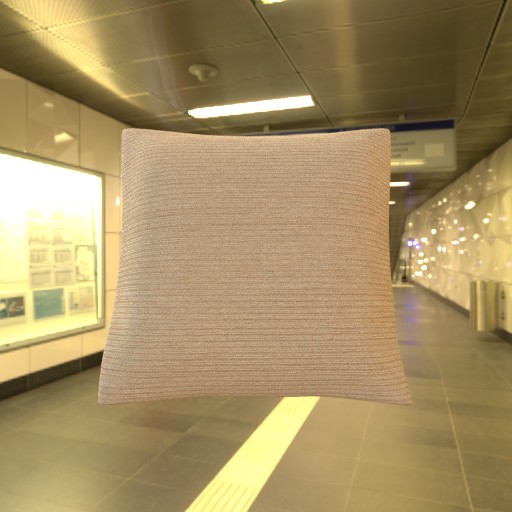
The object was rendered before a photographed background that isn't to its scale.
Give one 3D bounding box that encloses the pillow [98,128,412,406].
[{"bbox_3d":[0.000,0.000,0.648,0.424,0.401,0.177,0,1,0],"label":"pillow"}]
